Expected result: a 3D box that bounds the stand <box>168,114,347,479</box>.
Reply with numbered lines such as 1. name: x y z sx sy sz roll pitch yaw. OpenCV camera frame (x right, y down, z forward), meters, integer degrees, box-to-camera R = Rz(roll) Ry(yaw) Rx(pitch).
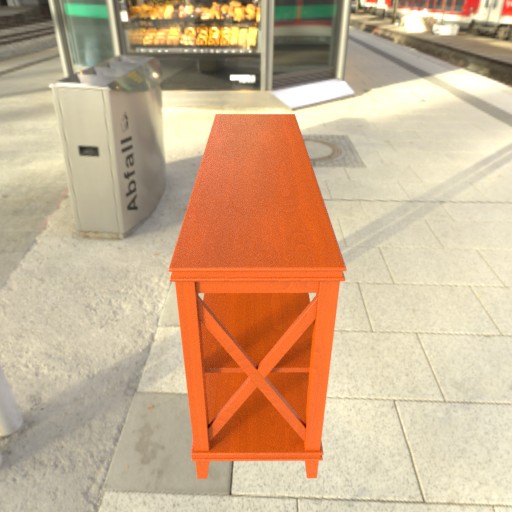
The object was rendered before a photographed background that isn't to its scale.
1. stand: 0.000 0.000 1.727 0.381 0.762 1.372 0 31 0
